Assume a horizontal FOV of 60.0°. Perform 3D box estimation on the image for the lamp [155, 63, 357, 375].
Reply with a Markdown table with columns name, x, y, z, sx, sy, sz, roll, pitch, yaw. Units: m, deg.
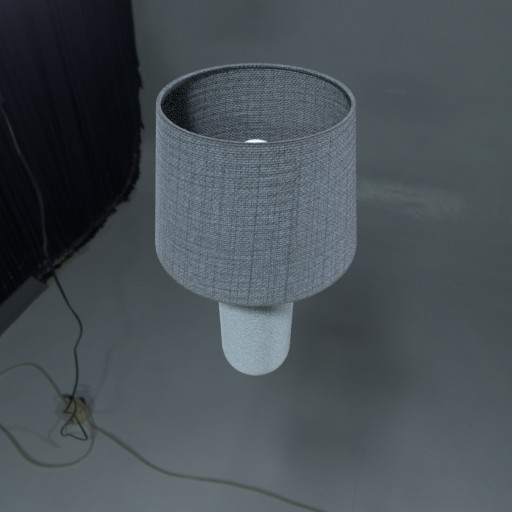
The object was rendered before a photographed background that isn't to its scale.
| name | x | y | z | sx | sy | sz | roll | pitch | yaw |
| --- | --- | --- | --- | --- | --- | --- | --- | --- | --- |
| lamp | 0.000 | 0.000 | 0.588 | 0.251 | 0.429 | 0.251 | 0 | 42 | 0 |
